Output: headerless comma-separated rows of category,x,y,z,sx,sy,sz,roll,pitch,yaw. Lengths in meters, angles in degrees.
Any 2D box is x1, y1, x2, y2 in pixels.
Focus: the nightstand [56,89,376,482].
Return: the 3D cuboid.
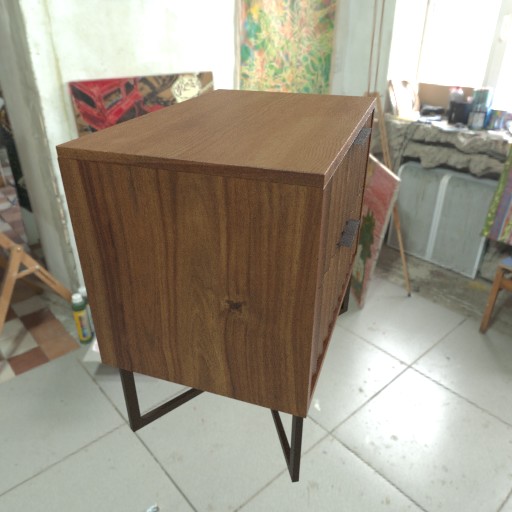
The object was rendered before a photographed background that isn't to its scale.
nightstand,0.000,0.000,1.004,0.427,0.615,0.613,9,30,17
